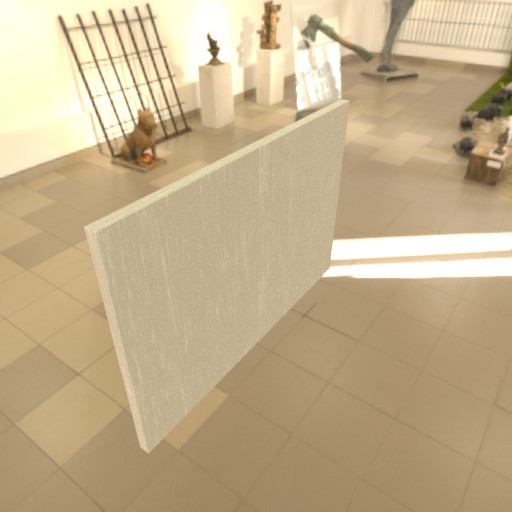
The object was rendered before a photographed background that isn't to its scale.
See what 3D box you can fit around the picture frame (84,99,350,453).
[{"bbox_3d":[0.000,0.000,1.236,0.029,0.640,0.950,22,40,29],"label":"picture frame"}]
